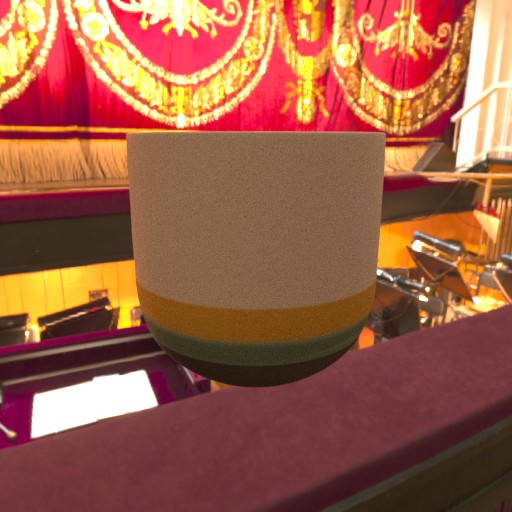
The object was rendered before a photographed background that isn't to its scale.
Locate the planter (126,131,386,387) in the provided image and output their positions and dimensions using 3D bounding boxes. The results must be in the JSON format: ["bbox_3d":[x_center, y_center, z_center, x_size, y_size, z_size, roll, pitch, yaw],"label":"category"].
[{"bbox_3d":[0.000,0.000,0.505,0.268,0.270,0.268,0,15,0],"label":"planter"}]
